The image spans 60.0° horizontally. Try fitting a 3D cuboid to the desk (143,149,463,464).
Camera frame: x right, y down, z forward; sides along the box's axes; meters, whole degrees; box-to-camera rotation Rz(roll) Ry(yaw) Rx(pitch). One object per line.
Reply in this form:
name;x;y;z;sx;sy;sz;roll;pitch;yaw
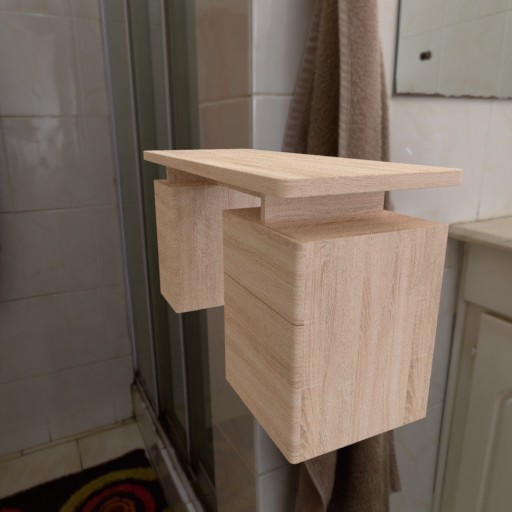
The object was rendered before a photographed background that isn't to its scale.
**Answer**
desk;0.000;0.000;1.747;0.550;0.760;1.400;-7;18;-24
